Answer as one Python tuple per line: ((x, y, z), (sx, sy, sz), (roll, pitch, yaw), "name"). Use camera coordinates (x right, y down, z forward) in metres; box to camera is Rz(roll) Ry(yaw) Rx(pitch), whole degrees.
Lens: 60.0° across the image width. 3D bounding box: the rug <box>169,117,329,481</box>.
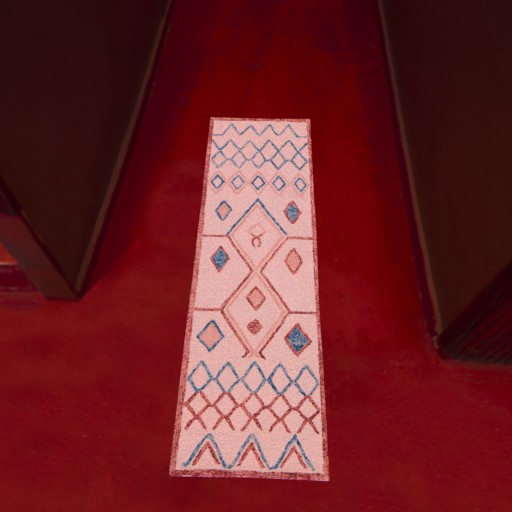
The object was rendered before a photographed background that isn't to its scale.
((0.000, 0.000, 2.704), (0.750, 0.011, 2.435), (1, 58, 1), "rug")
